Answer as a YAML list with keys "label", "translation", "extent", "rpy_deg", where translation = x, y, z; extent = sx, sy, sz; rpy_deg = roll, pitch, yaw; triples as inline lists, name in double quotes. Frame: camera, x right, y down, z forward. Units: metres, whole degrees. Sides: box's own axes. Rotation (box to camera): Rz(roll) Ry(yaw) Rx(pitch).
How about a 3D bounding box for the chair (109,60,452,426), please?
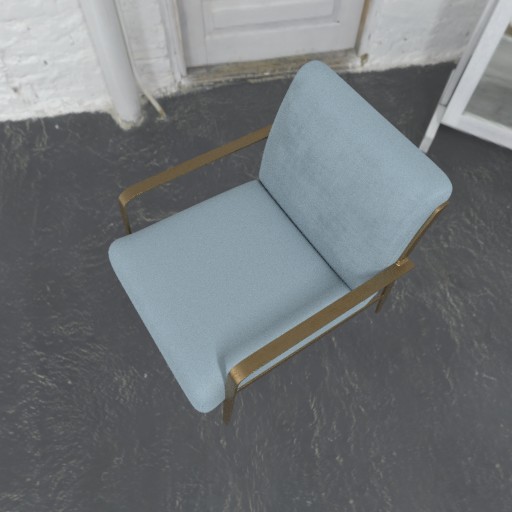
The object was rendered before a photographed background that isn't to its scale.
- label: "chair"
  translation: [0.000, 0.000, 1.482]
  extent: [0.842, 0.824, 0.701]
  rpy_deg: [-31, 66, -15]
